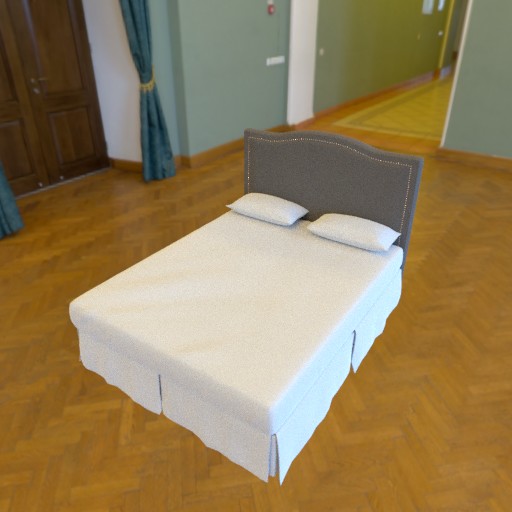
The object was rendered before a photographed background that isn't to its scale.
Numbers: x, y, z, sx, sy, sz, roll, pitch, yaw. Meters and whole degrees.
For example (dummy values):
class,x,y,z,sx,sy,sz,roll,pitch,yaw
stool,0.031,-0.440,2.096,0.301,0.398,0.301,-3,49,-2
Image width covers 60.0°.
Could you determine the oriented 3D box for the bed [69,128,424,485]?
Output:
class,x,y,z,sx,sy,sz,roll,pitch,yaw
bed,0.000,0.000,3.415,1.821,1.436,2.282,18,35,29
